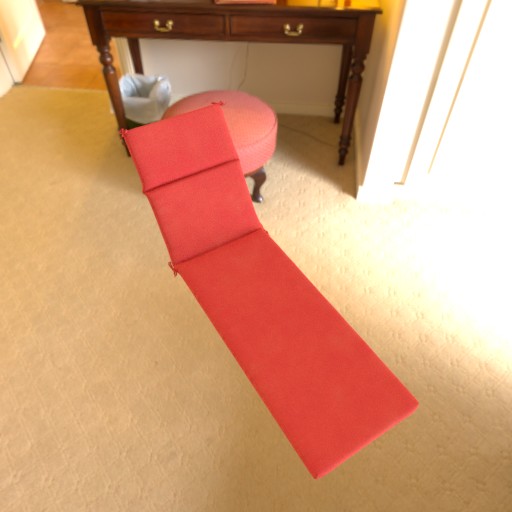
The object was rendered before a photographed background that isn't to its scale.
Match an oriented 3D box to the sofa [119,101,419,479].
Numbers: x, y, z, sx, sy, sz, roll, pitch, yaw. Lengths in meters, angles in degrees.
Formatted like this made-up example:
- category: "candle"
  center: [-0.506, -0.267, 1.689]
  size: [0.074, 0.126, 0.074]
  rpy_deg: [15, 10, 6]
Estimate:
- category: "sofa"
  center: [0.000, 0.000, 1.956]
  size: [0.582, 0.622, 1.663]
  rpy_deg: [-25, 52, -21]
